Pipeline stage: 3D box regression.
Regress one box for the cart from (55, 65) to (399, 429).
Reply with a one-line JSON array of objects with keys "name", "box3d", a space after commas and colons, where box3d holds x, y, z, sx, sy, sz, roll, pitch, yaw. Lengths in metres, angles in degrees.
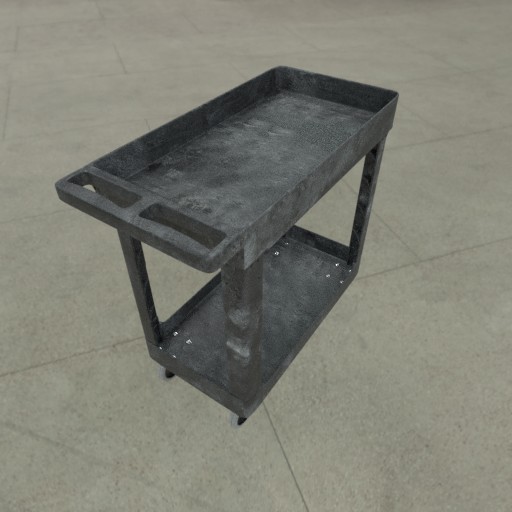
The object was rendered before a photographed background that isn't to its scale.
[{"name": "cart", "box3d": [0.000, 0.000, 1.359, 0.420, 0.824, 0.877, 25, 47, 25]}]
